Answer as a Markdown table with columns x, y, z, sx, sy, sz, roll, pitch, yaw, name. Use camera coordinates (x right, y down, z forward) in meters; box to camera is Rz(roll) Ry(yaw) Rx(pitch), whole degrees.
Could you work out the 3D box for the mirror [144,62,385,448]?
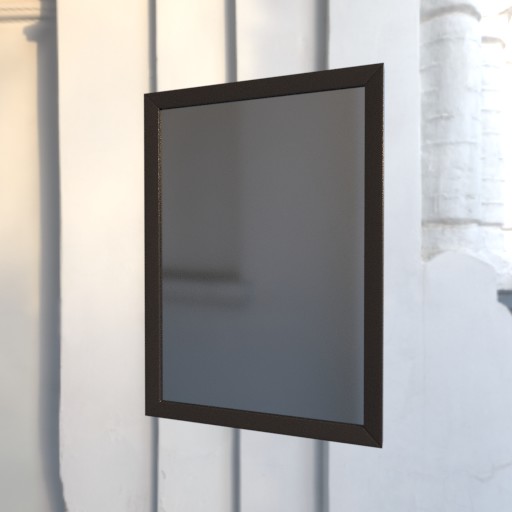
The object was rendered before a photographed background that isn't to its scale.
| x | y | z | sx | sy | sz | roll | pitch | yaw | name |
| --- | --- | --- | --- | --- | --- | --- | --- | --- | --- |
| 0.000 | 0.000 | 0.915 | 0.507 | 0.710 | 0.040 | 0 | 1 | 19 | mirror |
